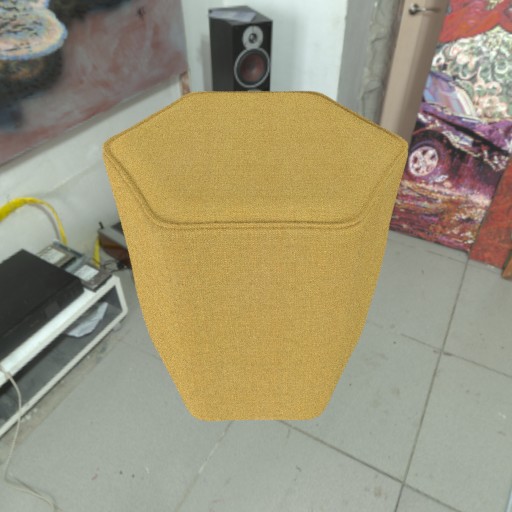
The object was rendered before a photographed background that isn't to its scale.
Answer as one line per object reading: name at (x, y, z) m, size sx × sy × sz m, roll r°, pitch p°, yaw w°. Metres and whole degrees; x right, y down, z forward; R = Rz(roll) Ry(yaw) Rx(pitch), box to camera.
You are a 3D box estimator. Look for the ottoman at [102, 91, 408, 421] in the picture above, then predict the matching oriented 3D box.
ottoman at (0.000, 0.000, 0.865) m, size 0.494 × 0.502 × 0.443 m, roll 0°, pitch 42°, yaw 0°
